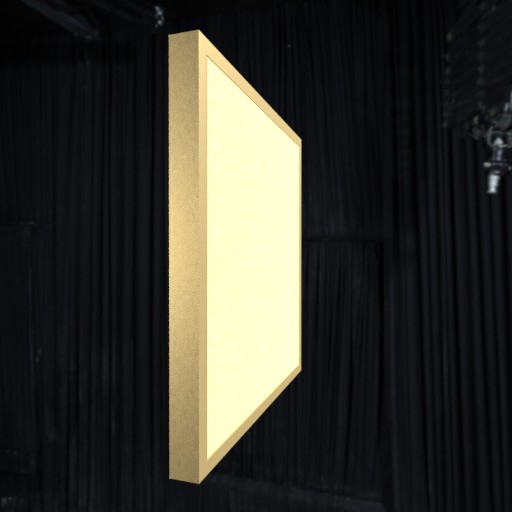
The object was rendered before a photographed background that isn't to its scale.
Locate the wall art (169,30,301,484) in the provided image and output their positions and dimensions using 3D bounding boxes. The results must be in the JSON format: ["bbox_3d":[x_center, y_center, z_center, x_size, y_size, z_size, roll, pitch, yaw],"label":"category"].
[{"bbox_3d":[0.000,0.000,1.876,0.095,1.284,1.284,0,0,19],"label":"wall art"}]
